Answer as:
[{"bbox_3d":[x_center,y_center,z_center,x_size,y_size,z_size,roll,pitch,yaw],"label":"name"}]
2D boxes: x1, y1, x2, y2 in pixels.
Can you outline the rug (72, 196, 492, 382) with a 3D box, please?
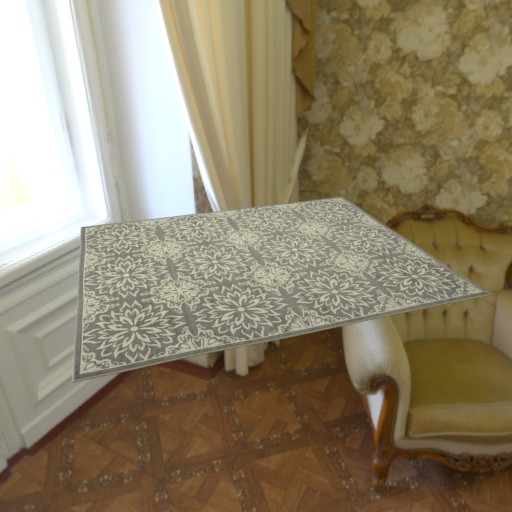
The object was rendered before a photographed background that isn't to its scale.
[{"bbox_3d":[0.000,0.000,3.933,2.980,0.012,2.363,-9,28,-16],"label":"rug"}]
